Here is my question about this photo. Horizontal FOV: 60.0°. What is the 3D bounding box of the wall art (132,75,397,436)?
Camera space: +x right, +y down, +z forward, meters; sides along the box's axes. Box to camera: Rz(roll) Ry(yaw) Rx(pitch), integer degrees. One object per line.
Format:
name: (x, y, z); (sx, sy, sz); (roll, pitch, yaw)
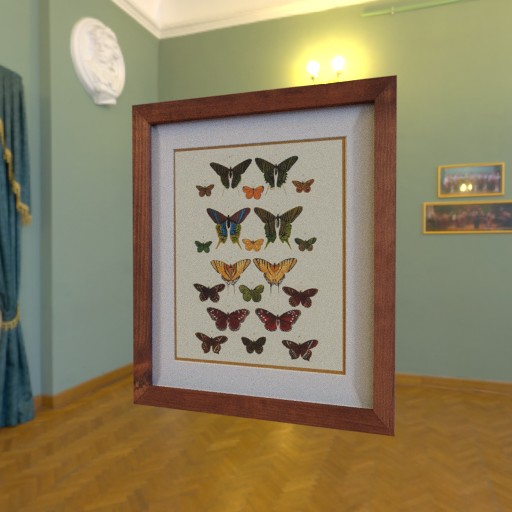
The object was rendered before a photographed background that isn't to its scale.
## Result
wall art: (0.000, 0.000, 0.627); (0.377, 0.449, 0.039); (0, 1, 18)
